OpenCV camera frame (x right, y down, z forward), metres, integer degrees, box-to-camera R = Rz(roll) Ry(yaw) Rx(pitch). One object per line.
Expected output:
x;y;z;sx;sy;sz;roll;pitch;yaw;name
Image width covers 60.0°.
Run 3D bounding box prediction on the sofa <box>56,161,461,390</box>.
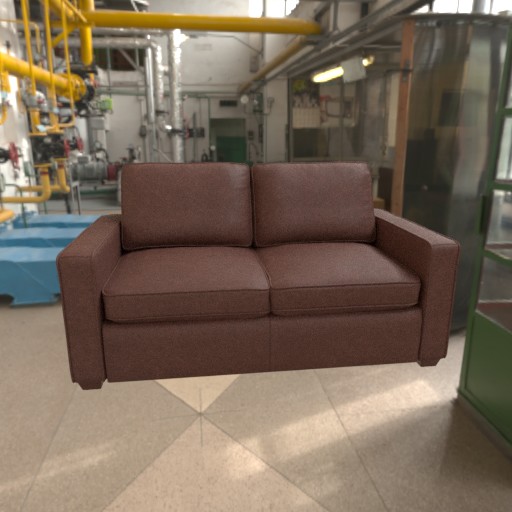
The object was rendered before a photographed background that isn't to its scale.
0.000;0.000;2.289;1.709;0.918;0.947;-2;16;-7;sofa
